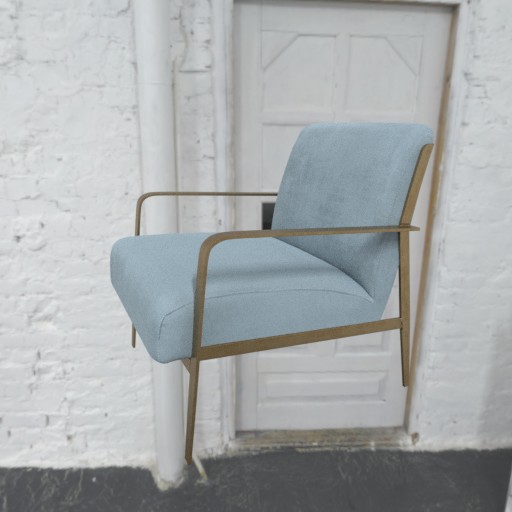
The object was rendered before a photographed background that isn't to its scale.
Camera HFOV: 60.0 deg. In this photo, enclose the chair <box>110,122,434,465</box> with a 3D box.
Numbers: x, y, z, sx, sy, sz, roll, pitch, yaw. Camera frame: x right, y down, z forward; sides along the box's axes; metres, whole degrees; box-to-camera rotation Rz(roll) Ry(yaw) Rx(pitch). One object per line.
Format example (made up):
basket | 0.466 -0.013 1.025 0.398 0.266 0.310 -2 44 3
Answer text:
chair | 0.000 0.000 1.430 0.842 0.824 0.701 -8 19 -25
